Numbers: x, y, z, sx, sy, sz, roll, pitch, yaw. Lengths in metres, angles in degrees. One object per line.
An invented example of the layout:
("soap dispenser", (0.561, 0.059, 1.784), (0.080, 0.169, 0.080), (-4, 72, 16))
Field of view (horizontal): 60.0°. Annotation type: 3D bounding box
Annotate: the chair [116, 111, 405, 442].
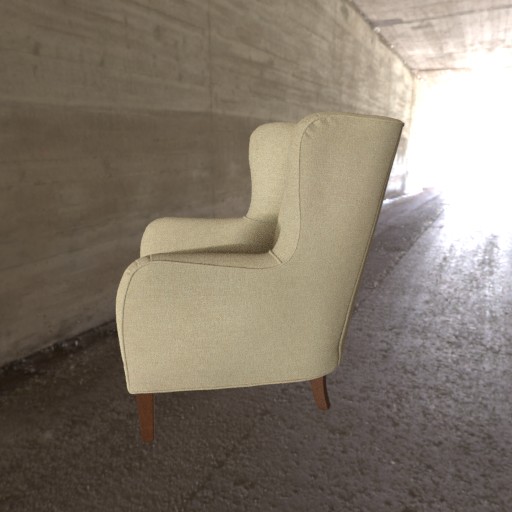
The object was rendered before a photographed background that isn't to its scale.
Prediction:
("chair", (0.000, 0.000, 1.742), (0.966, 1.040, 0.838), (-2, 15, -8))
